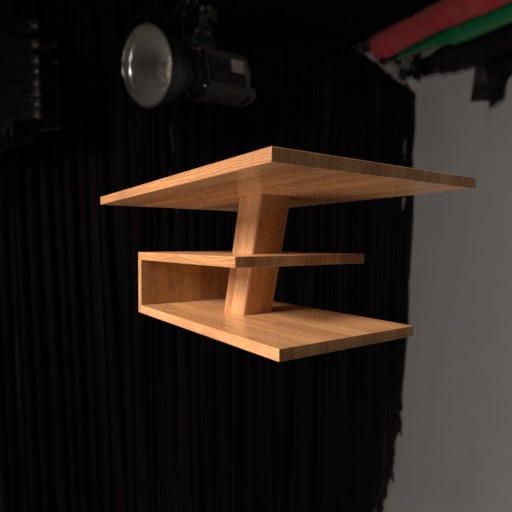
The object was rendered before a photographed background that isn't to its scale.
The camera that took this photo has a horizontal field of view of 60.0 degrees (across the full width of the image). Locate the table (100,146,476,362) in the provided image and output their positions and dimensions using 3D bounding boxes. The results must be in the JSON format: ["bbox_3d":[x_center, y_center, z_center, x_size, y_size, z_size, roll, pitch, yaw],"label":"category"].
[{"bbox_3d":[0.000,0.000,1.470,0.700,0.442,1.100,-1,2,-35],"label":"table"}]
